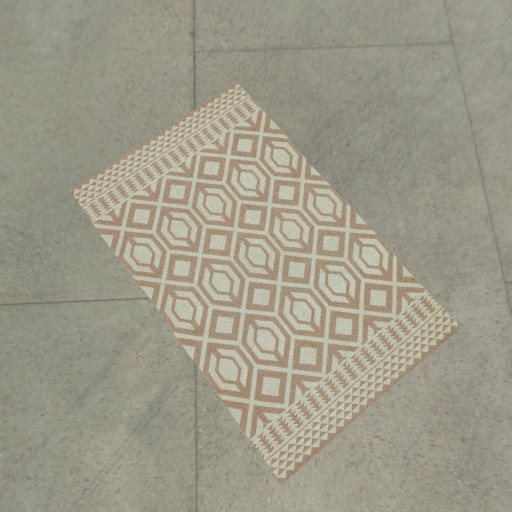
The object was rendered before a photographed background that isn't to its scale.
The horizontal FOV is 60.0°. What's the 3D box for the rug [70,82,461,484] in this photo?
[{"bbox_3d":[0.000,0.000,3.055,1.526,0.011,2.435,-37,76,-10],"label":"rug"}]
